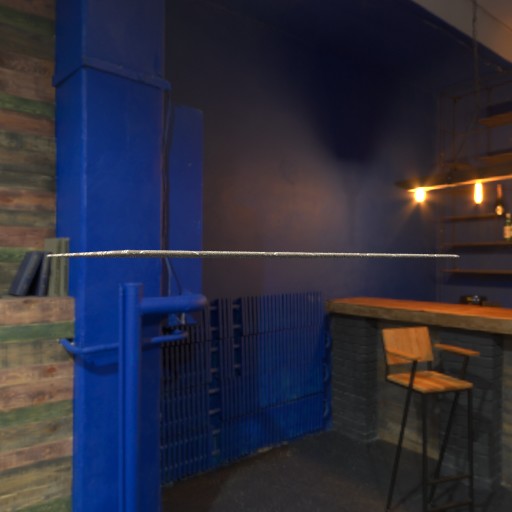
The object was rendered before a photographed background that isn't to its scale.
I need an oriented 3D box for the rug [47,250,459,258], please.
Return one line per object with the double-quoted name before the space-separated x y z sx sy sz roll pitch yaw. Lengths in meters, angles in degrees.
"rug" 0.000 0.000 2.369 1.836 0.012 1.239 0 -1 -36
